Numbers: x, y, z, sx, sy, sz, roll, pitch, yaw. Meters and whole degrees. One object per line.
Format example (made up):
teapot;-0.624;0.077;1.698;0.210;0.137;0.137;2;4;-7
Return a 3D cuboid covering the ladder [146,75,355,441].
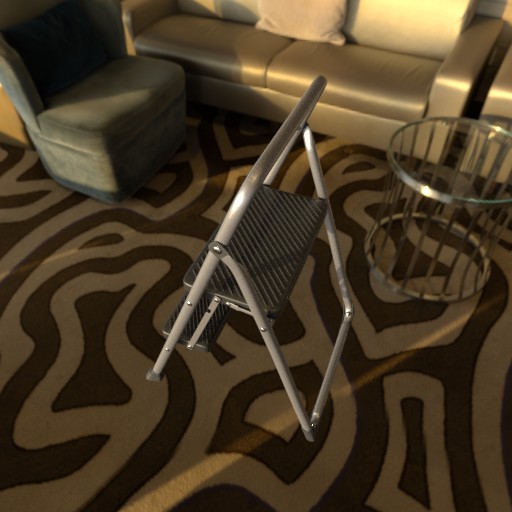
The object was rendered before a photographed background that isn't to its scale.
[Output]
ladder;0.000;0.000;0.998;0.472;0.720;0.430;17;49;15
